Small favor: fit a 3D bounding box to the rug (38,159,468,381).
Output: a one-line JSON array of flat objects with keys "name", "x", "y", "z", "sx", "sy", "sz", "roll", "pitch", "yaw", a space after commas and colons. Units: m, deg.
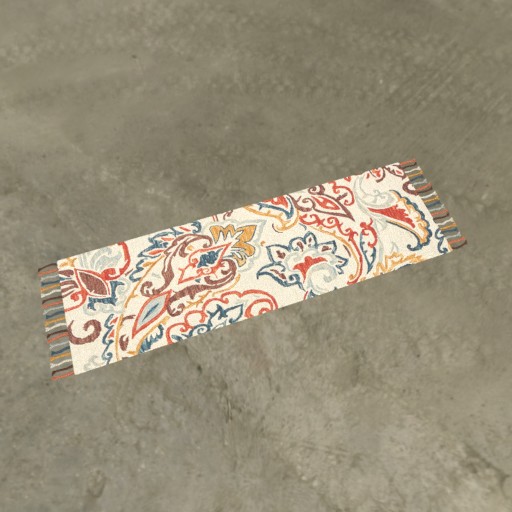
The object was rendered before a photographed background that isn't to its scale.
[{"name": "rug", "x": 0.000, "y": 0.000, "z": 2.857, "sx": 2.682, "sy": 0.015, "sz": 0.763, "roll": -17, "pitch": 64, "yaw": -9}]
